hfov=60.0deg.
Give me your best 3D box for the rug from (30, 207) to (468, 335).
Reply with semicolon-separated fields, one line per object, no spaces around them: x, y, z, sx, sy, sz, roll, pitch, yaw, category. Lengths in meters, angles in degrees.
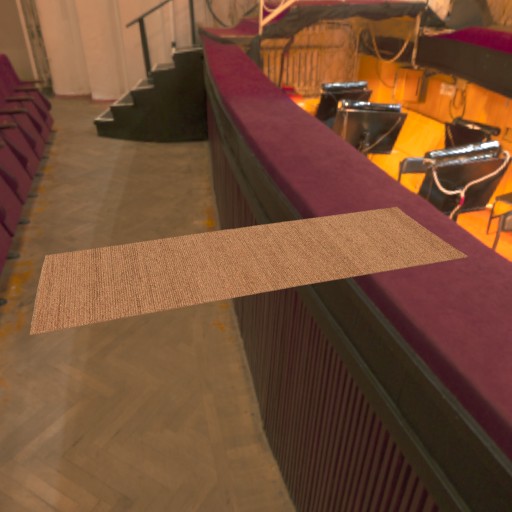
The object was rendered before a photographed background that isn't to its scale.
0.000;0.000;2.616;2.390;0.014;0.741;-9;32;-14;rug
